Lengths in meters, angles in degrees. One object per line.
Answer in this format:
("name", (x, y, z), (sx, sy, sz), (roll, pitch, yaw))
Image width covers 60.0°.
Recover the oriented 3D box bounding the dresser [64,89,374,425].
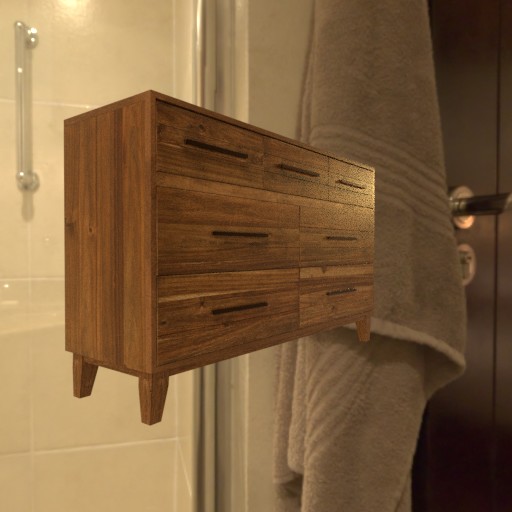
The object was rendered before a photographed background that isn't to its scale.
("dresser", (0.000, 0.000, 1.817), (0.446, 0.873, 1.400), (1, 1, 38))
